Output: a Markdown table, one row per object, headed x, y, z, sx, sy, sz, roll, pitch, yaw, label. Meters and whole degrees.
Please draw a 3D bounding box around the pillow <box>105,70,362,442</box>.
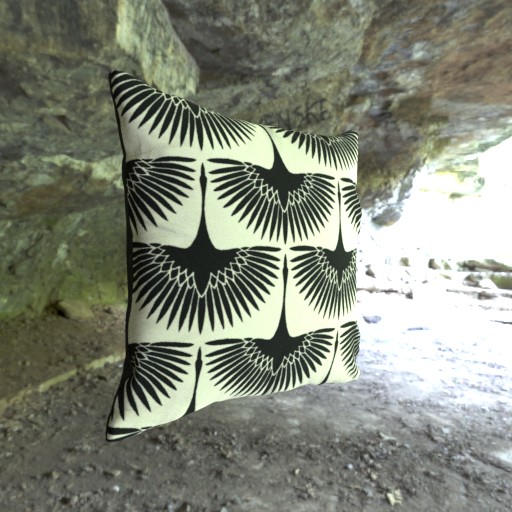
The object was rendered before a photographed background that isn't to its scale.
| x | y | z | sx | sy | sz | roll | pitch | yaw | label |
| --- | --- | --- | --- | --- | --- | --- | --- | --- | --- |
| 0.000 | 0.000 | 0.641 | 0.432 | 0.432 | 0.139 | 0 | 0 | -37 | pillow |
